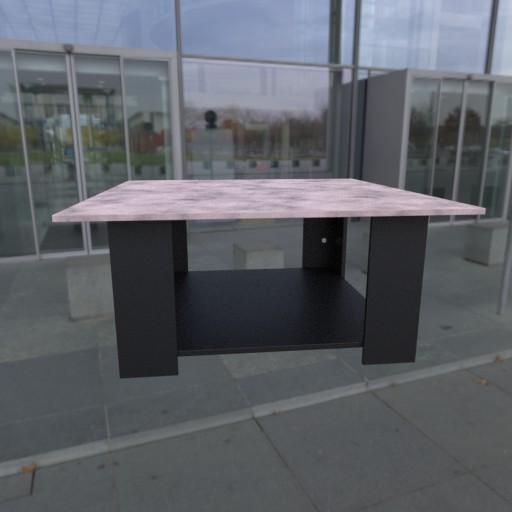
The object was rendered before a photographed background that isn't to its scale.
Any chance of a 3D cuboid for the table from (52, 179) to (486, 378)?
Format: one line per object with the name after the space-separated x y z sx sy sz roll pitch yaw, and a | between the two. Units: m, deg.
0.000 0.000 1.037 0.670 0.305 0.670 -2 14 -6 | table
